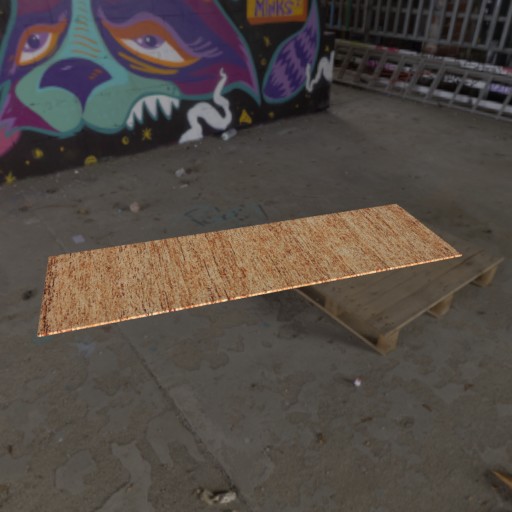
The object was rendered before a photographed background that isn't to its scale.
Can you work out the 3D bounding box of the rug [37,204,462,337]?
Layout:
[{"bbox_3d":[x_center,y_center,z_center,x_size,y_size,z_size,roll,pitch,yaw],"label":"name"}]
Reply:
[{"bbox_3d":[0.000,0.000,2.509,2.237,0.014,0.680,-10,34,-14],"label":"rug"}]
